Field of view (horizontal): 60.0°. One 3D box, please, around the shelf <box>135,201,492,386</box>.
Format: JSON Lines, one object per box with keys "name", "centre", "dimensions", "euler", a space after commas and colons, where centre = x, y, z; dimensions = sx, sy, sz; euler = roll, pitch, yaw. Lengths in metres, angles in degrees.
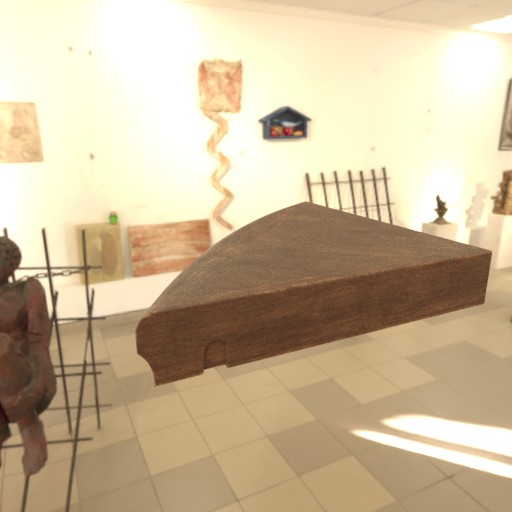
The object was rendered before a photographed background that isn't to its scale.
{"name": "shelf", "centre": [0.000, 0.000, 0.460], "dimensions": [0.310, 0.050, 0.310], "euler": [-8, 18, -25]}
